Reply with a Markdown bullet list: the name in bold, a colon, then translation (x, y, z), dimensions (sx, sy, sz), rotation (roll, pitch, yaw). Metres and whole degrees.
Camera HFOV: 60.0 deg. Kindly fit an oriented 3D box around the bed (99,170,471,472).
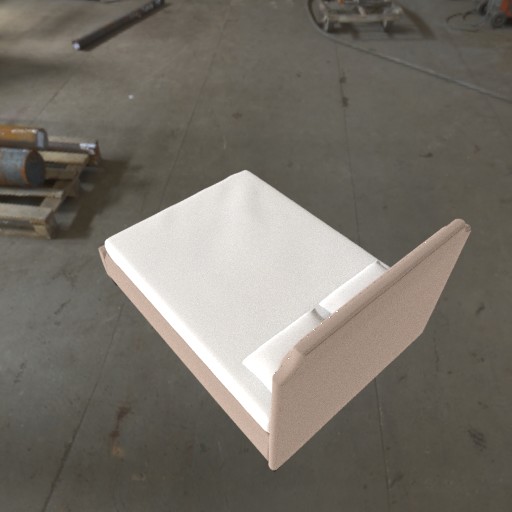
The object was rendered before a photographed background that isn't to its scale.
- **bed**: translation (0.000, 0.000, 3.508), dimensions (1.713, 1.443, 2.372), rotation (-32, 54, -27)
